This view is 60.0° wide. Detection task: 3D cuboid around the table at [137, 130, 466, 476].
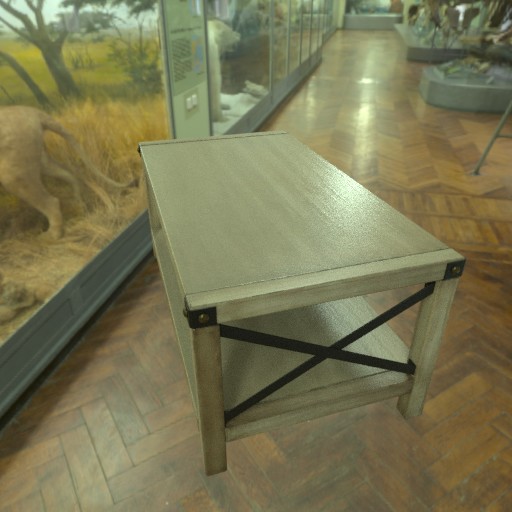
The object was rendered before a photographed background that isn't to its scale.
[{"bbox_3d":[0.000,0.000,1.316,0.559,0.456,1.016,-9,32,-15],"label":"table"}]
